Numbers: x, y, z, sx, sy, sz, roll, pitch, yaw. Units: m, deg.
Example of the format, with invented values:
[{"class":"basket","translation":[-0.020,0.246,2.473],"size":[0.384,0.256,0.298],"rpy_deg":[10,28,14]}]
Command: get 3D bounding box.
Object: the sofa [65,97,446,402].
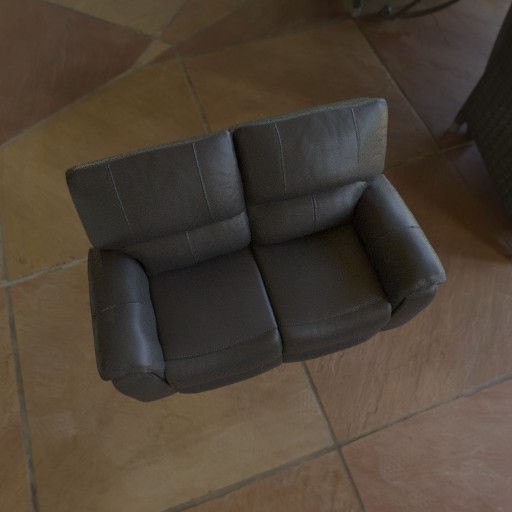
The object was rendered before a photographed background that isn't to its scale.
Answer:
[{"class":"sofa","translation":[0.000,0.000,2.432],"size":[1.765,1.111,1.104],"rpy_deg":[-15,65,-7]}]
